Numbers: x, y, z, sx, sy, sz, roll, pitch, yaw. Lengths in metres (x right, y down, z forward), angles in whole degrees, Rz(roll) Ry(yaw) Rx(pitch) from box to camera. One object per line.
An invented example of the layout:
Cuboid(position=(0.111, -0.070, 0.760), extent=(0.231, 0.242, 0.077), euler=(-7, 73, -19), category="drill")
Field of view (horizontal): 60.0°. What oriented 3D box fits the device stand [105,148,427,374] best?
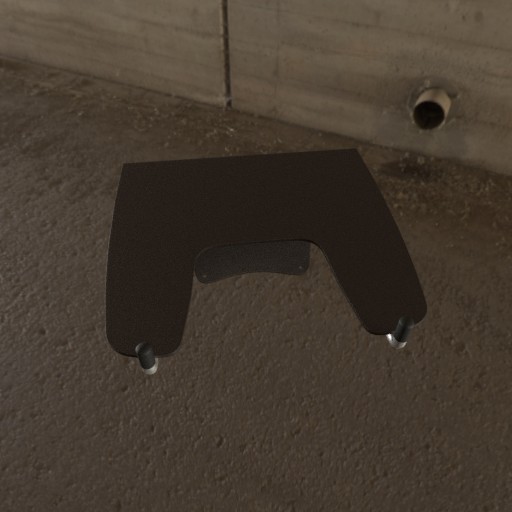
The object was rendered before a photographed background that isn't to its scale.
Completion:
Cuboid(position=(0.000, 0.000, 0.369), extent=(0.230, 0.092, 0.230), euler=(-5, 45, -5), category="device stand")
